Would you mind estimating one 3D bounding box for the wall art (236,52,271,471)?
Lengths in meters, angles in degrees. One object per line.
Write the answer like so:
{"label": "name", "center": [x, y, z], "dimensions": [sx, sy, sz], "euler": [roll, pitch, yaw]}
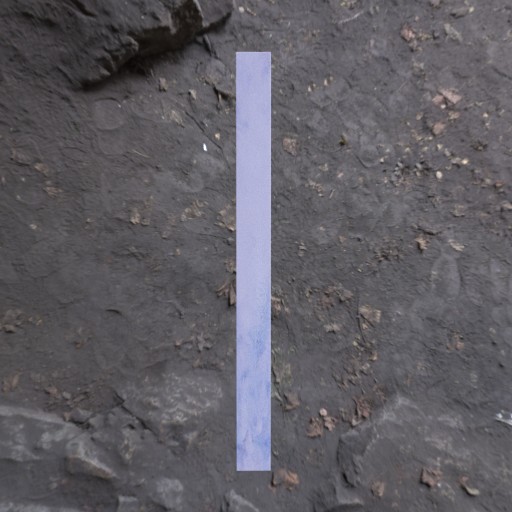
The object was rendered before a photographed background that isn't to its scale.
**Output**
{"label": "wall art", "center": [0.000, 0.000, 0.751], "dimensions": [0.036, 0.581, 0.437], "euler": [0, 92, 1]}
